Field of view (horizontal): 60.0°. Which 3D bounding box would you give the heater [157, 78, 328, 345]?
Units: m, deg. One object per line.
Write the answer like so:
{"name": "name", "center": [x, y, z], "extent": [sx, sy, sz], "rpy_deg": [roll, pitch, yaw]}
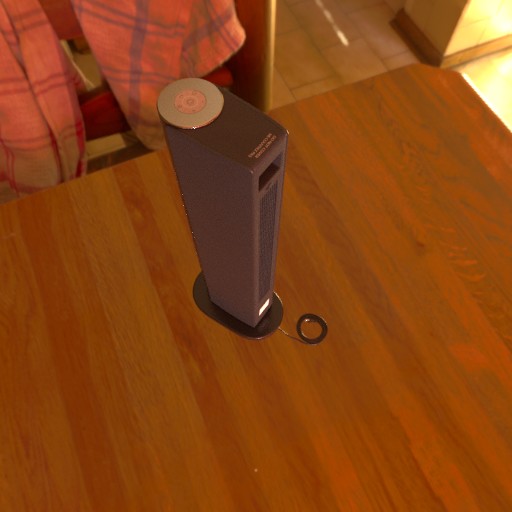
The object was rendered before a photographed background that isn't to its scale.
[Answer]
{"name": "heater", "center": [0.000, 0.000, 1.075], "extent": [0.458, 0.856, 0.214], "rpy_deg": [33, 69, 15]}
